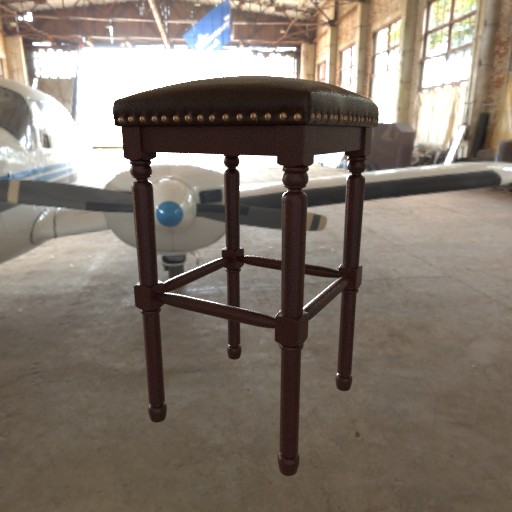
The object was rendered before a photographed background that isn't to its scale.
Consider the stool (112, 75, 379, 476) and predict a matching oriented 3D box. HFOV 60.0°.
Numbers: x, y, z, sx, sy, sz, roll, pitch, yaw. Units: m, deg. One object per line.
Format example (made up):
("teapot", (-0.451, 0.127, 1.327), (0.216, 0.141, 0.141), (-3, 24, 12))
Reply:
("stool", (0.000, 0.000, 0.933), (0.383, 0.702, 0.382), (9, 18, 28))
